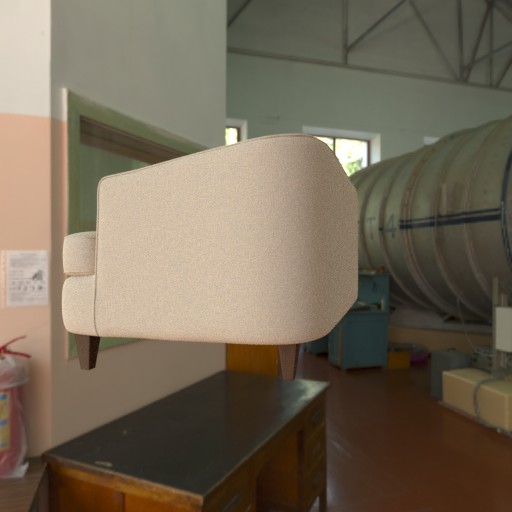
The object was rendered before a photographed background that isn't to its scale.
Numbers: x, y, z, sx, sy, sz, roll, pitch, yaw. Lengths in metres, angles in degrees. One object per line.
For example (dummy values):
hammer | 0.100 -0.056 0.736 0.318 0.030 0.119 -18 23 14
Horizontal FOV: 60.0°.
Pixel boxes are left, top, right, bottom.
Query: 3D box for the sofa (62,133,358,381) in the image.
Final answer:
sofa | 0.000 0.000 2.213 0.941 0.855 1.733 0 0 17
